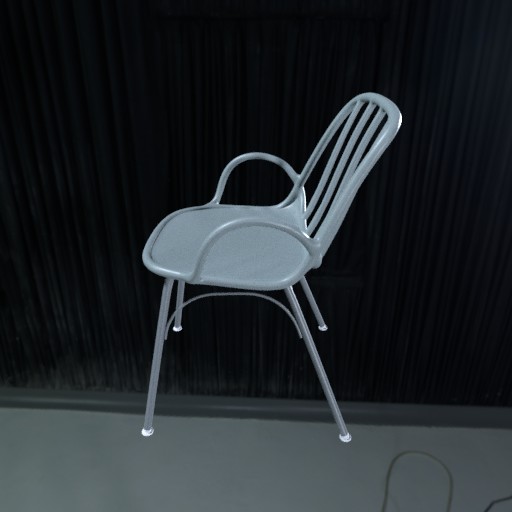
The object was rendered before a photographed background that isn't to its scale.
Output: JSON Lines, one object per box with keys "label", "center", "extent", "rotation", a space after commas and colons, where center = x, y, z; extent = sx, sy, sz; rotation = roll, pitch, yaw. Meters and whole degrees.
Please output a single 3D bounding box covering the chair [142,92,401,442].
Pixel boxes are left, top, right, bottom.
{"label": "chair", "center": [0.000, 0.000, 1.193], "extent": [0.597, 0.816, 0.549], "rotation": [0, 27, 1]}
